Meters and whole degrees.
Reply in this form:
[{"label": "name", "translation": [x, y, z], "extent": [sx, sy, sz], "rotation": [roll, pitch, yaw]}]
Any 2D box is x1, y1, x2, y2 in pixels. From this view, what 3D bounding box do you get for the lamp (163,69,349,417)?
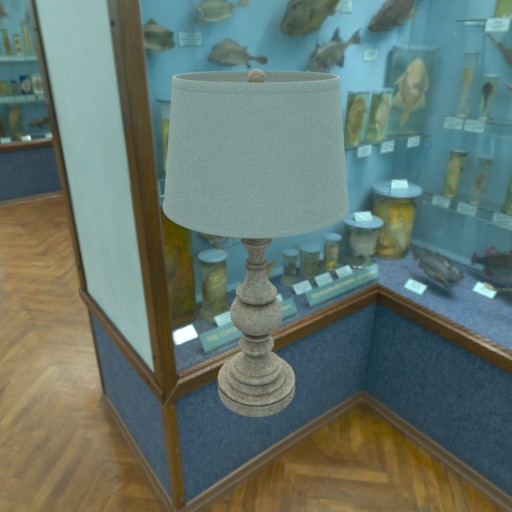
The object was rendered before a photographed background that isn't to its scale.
[{"label": "lamp", "translation": [0.000, 0.000, 0.870], "extent": [0.340, 0.678, 0.340], "rotation": [0, 26, 0]}]
